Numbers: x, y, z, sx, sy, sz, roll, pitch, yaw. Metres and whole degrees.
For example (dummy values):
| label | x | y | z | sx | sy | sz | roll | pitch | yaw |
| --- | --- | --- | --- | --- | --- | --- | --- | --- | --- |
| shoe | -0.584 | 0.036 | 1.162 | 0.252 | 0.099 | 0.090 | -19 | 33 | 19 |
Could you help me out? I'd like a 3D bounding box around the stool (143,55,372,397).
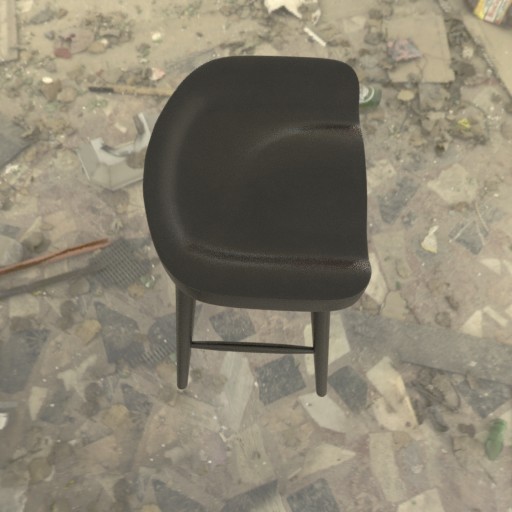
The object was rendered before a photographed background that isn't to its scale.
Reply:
| label | x | y | z | sx | sy | sz | roll | pitch | yaw |
| --- | --- | --- | --- | --- | --- | --- | --- | --- | --- |
| stool | 0.000 | 0.000 | 0.879 | 0.361 | 0.615 | 0.440 | 3 | 65 | 1 |
